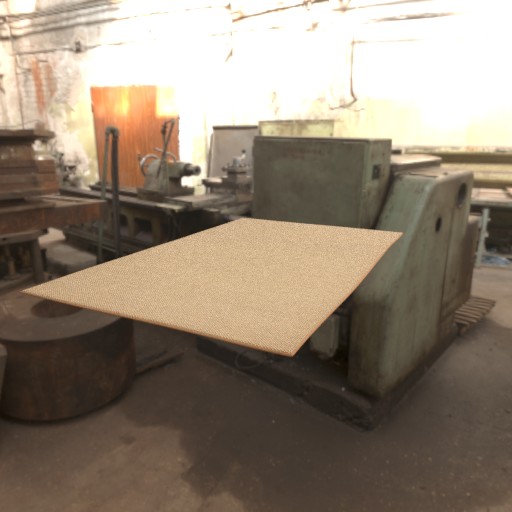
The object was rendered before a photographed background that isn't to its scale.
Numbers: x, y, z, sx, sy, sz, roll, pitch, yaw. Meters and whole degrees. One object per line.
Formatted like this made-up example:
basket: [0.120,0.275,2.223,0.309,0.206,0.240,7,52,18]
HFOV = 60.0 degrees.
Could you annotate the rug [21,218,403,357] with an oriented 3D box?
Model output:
rug: [0.000,0.000,2.089,1.078,0.013,1.678,8,17,26]
